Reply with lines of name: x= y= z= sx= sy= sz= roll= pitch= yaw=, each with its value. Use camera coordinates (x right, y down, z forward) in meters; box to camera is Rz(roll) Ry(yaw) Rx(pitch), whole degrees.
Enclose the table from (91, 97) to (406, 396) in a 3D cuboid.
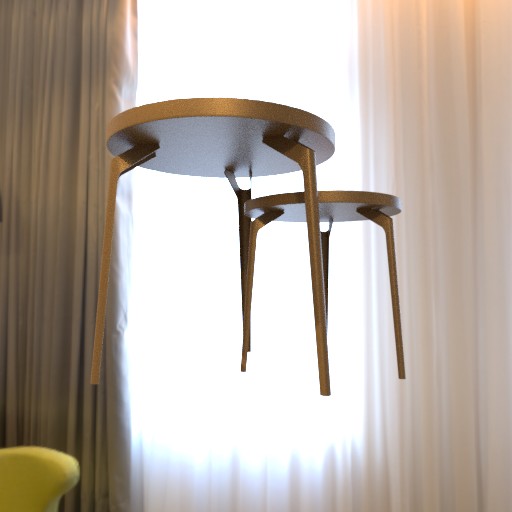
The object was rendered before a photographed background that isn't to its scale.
table: x=0.000 y=0.000 z=1.084 sx=0.751 sy=0.555 sz=0.532 roll=1 pitch=-2 yaw=-19
